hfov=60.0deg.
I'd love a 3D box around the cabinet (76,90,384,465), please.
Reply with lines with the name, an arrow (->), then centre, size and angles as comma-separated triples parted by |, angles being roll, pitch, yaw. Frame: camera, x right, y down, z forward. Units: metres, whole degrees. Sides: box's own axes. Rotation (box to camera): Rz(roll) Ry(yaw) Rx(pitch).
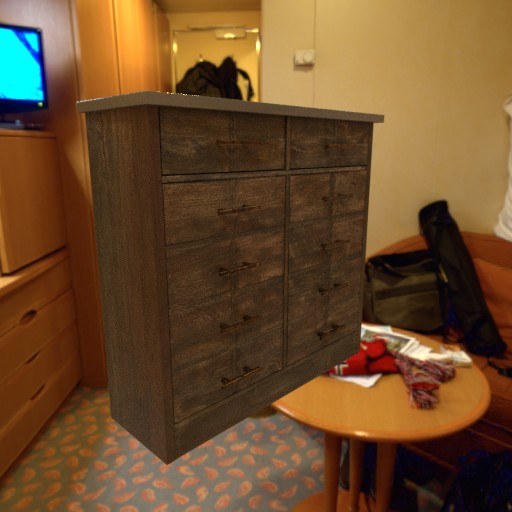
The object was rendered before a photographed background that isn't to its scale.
cabinet -> 0.000, 0.000, 1.459 | 0.338, 0.919, 0.968 | 13, 19, 43
